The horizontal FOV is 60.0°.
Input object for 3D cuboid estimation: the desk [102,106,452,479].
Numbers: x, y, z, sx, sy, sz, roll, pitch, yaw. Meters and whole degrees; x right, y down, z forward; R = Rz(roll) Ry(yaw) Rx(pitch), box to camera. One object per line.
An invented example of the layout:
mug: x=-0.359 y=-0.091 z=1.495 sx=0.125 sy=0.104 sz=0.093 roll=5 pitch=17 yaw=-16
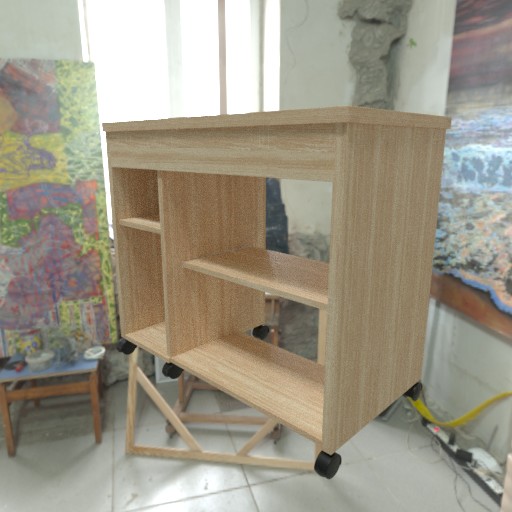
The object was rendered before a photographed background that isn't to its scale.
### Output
desk: x=0.000 y=0.000 z=1.313 sx=0.884 sy=0.770 sz=0.480 roll=13 pitch=19 yaw=42
